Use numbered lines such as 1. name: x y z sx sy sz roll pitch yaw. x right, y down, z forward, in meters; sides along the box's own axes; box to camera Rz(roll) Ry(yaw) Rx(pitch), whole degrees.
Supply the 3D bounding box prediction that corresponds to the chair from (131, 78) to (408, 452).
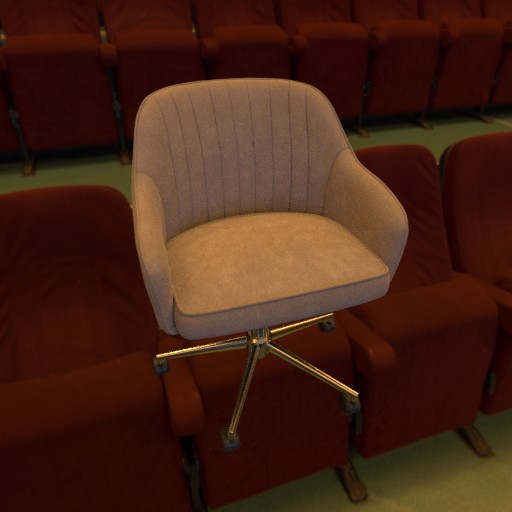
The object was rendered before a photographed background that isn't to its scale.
1. chair: 0.000 0.000 1.220 0.635 0.831 0.573 -10 33 -16
